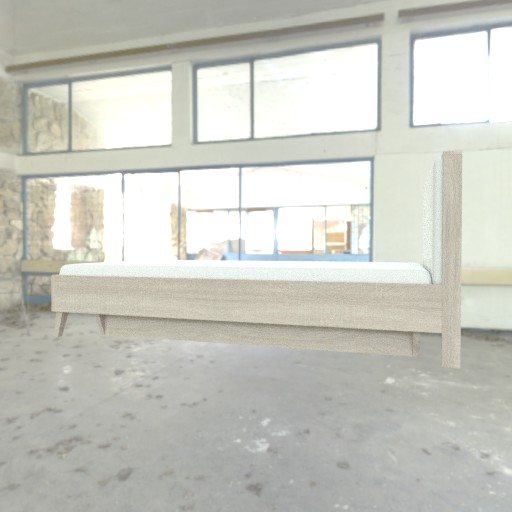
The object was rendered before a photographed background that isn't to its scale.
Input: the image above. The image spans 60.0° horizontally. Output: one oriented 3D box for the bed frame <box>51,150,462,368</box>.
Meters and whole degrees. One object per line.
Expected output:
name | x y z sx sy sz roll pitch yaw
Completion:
bed frame | 0.000 0.000 2.668 2.140 0.920 0.990 0 1 18
